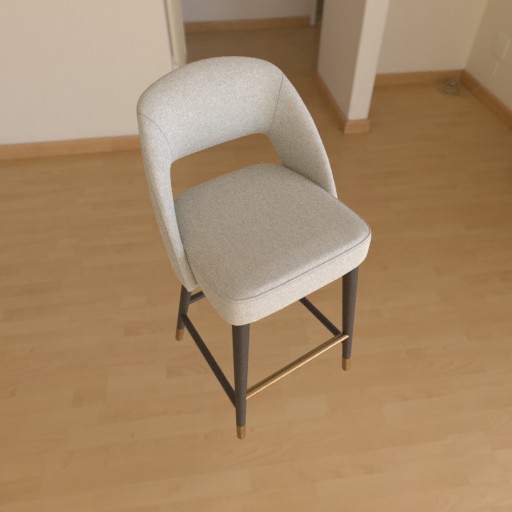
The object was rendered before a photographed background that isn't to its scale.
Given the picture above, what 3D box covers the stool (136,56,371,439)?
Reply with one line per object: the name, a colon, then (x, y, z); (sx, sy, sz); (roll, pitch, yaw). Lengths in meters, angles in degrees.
stool: (0.000, 0.000, 1.266); (0.494, 0.940, 0.509); (-25, 50, -23)
